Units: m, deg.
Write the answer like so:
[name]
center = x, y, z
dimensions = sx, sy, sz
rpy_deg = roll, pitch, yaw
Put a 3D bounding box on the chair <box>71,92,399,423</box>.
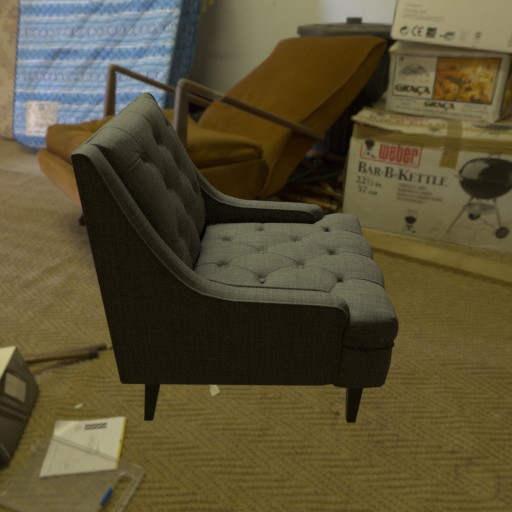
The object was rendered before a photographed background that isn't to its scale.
[chair]
center = 0.000, 0.000, 1.404
dimensions = 0.771, 0.891, 0.655
rpy_deg = 0, 31, 1
